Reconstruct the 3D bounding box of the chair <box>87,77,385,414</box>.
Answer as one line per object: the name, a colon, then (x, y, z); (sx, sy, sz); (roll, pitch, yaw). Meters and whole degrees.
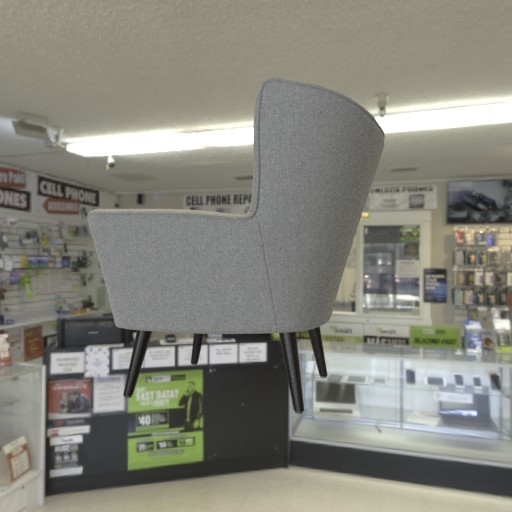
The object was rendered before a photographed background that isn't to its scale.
chair: (0.000, 0.000, 1.583); (0.888, 0.933, 0.781); (0, -1, 18)
